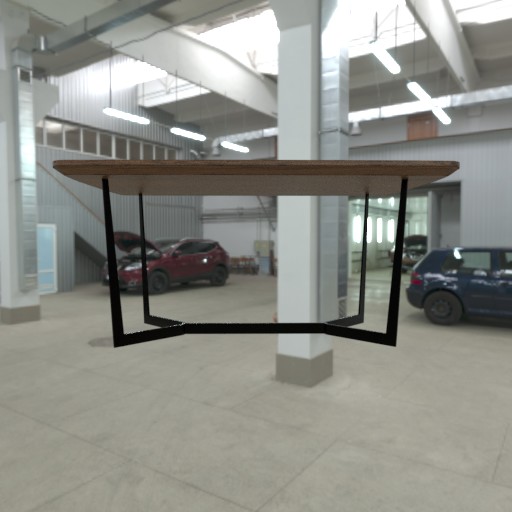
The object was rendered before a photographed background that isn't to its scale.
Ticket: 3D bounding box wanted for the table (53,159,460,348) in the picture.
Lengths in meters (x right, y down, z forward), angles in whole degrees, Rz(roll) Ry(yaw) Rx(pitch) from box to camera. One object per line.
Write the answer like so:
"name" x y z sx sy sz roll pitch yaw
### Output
"table" 0.000 0.000 2.164 1.643 0.765 0.949 0 2 -1
